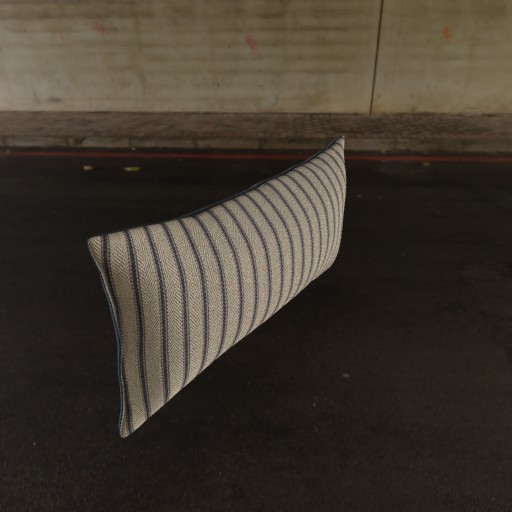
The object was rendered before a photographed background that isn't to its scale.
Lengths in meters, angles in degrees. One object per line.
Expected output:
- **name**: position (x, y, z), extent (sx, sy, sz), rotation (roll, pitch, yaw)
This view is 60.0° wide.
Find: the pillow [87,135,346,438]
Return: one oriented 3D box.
- **pillow**: position (0.000, 0.000, 0.744), extent (0.151, 0.305, 0.609), rotation (17, 31, 31)
